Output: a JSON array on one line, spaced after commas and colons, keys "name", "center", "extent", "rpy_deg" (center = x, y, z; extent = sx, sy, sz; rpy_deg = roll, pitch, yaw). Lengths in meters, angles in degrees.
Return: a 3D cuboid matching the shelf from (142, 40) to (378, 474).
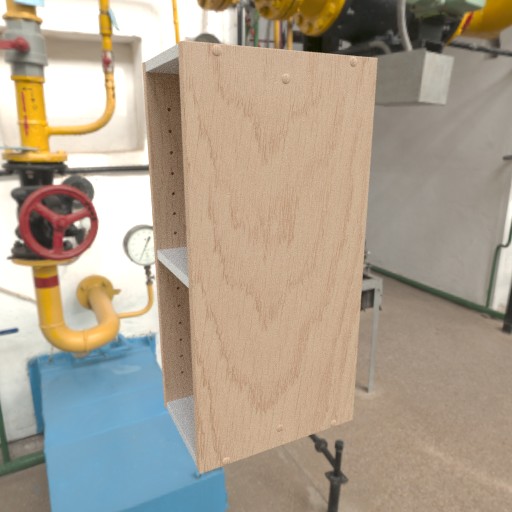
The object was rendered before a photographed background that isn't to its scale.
[{"name": "shelf", "center": [0.000, 0.000, 0.736], "extent": [0.290, 0.600, 0.200], "rpy_deg": [-8, 18, -26]}]
